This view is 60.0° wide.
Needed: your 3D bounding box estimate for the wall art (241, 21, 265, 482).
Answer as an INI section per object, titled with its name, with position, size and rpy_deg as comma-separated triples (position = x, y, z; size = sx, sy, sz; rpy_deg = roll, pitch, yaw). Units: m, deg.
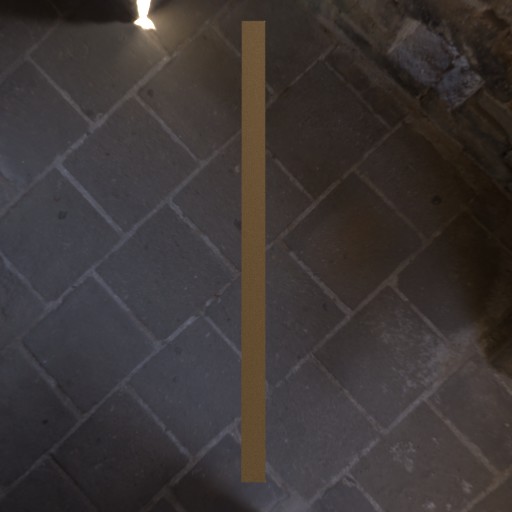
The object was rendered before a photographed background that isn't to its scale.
[wall art]
position = 0.000, 0.000, 2.812
size = 0.099, 1.926, 1.926
rpy_deg = 0, 88, 1
